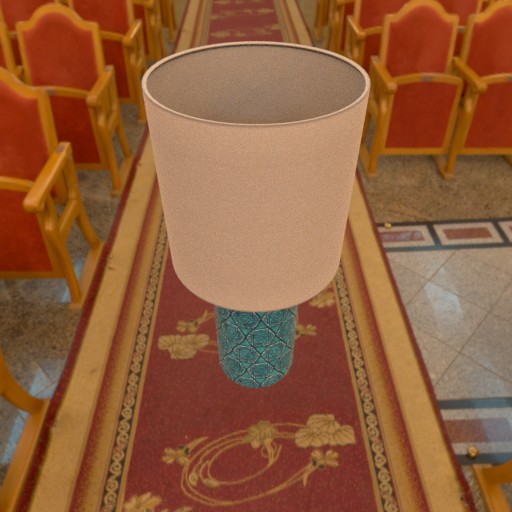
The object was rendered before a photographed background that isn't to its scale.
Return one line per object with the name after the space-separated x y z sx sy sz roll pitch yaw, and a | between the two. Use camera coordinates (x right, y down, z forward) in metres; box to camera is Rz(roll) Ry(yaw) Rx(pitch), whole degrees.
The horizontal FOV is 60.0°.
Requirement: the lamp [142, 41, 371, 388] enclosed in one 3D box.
0.000 0.000 0.746 0.278 0.597 0.278 -1 42 -1 | lamp
